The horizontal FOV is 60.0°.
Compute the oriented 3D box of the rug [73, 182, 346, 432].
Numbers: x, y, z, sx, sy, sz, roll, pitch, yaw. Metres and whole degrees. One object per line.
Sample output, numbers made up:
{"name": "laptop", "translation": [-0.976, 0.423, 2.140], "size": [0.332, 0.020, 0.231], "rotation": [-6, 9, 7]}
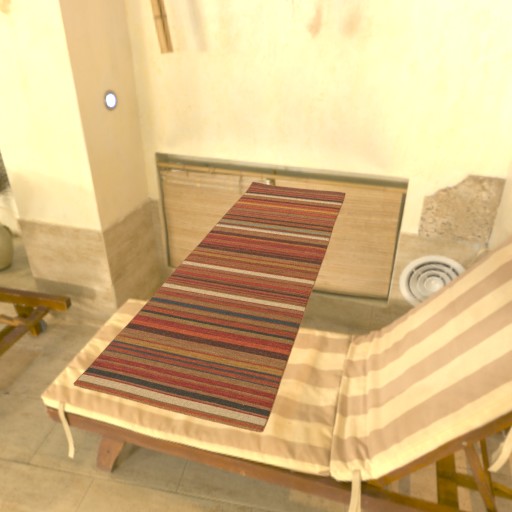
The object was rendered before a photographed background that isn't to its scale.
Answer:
{"name": "rug", "translation": [0.000, 0.000, 2.687], "size": [0.799, 0.030, 2.444], "rotation": [8, 30, 15]}
